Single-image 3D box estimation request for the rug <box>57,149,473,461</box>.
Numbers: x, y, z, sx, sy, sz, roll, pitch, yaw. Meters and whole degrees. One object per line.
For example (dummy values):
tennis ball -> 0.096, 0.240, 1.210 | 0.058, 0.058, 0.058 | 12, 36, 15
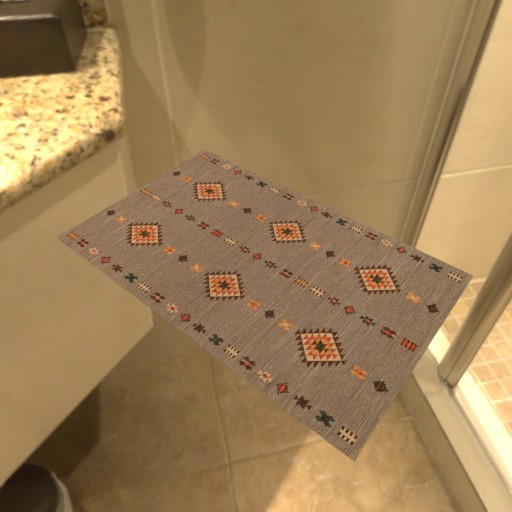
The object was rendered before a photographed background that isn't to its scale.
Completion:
rug -> 0.000, 0.000, 3.021 | 2.427, 0.007, 1.515 | 30, 52, 27
